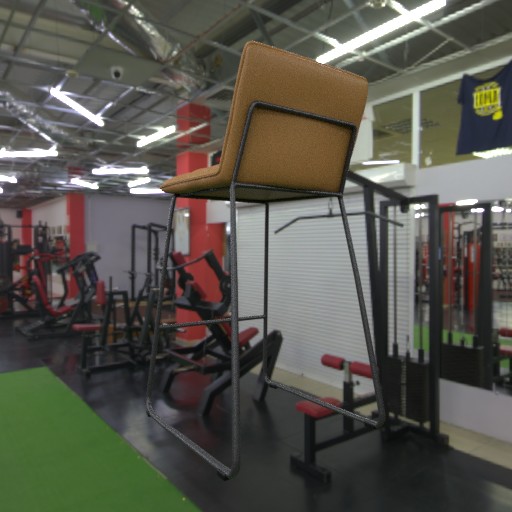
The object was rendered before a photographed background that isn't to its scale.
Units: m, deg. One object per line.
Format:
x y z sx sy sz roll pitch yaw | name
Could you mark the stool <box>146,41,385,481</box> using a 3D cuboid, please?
0.000 0.000 1.250 0.489 0.936 0.524 0 1 -35 | stool
